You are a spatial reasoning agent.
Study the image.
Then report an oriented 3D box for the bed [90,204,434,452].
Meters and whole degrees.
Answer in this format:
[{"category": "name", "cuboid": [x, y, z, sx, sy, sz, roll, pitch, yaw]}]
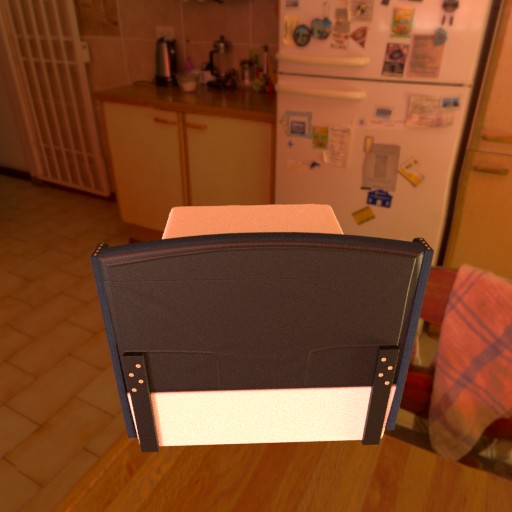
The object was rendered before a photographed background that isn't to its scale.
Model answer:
[{"category": "bed", "cuboid": [0.000, 0.000, 3.276, 1.604, 1.402, 2.223, -1, 30, -2]}]
